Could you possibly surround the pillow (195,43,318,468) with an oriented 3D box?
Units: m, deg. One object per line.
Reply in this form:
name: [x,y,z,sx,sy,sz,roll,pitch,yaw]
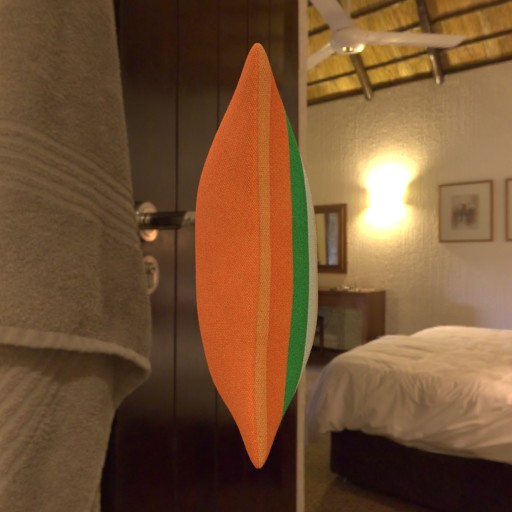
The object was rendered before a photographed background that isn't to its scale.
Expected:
pillow: [0.000,0.000,0.685,0.169,0.444,0.453,0,-1,0]
